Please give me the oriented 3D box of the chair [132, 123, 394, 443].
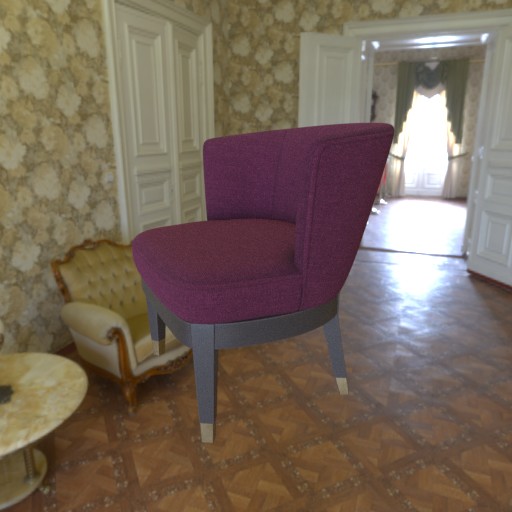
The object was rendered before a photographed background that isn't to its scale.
[{"bbox_3d":[0.000,0.000,1.308,0.660,0.760,0.700,-7,16,-25],"label":"chair"}]
